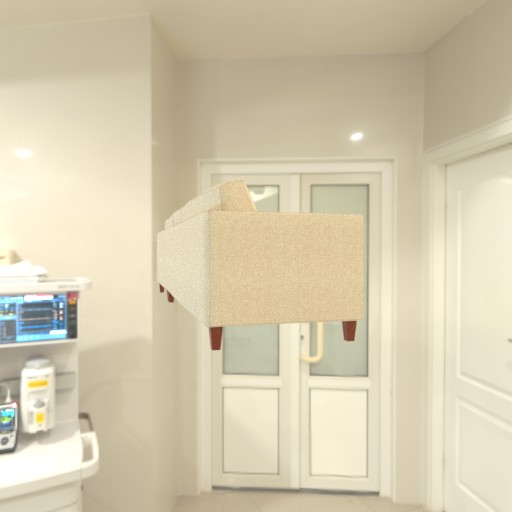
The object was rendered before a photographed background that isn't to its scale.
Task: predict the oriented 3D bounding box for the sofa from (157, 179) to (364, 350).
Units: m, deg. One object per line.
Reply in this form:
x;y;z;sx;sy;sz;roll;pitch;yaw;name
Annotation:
0.000;0.000;4.188;1.603;0.954;3.471;0;1;-17;sofa
